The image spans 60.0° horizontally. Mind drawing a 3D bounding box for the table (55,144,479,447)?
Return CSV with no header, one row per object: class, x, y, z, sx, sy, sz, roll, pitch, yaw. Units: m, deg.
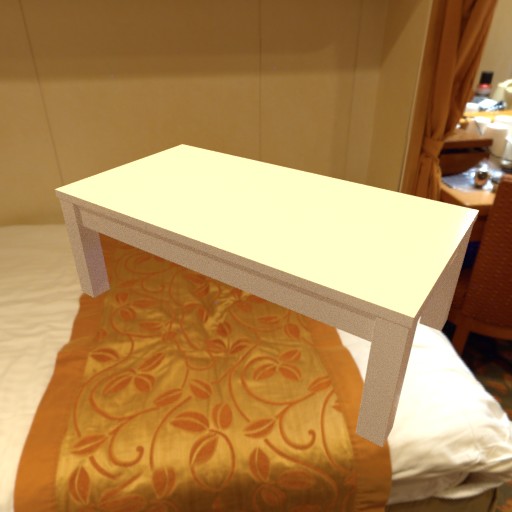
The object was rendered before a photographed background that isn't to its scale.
table,0.000,0.000,1.700,1.350,0.470,0.700,19,36,29
